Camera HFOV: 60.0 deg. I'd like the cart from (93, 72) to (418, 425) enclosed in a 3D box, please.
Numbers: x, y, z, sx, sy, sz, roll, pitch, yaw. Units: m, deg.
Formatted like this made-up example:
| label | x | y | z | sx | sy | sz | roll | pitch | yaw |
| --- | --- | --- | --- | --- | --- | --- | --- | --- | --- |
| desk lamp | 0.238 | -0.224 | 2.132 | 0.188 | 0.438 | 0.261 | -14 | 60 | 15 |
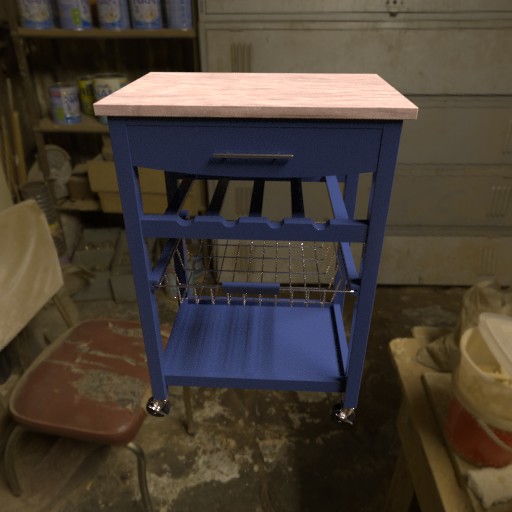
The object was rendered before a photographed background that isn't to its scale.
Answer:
| label | x | y | z | sx | sy | sz | roll | pitch | yaw |
| --- | --- | --- | --- | --- | --- | --- | --- | --- | --- |
| cart | 0.000 | 0.000 | 1.160 | 0.584 | 0.839 | 0.403 | 2 | 30 | 3 |
